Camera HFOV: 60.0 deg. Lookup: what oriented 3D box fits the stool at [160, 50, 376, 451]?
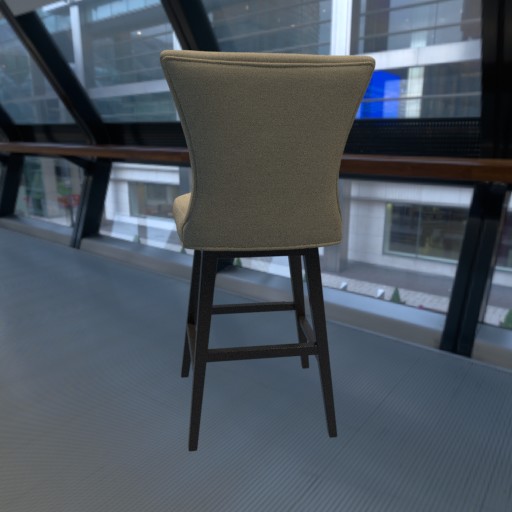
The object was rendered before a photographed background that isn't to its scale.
[{"bbox_3d":[0.000,0.000,1.378,0.514,1.086,0.574,-2,14,-8],"label":"stool"}]
